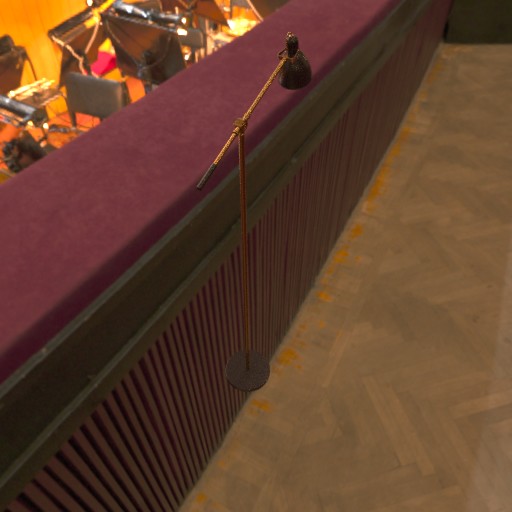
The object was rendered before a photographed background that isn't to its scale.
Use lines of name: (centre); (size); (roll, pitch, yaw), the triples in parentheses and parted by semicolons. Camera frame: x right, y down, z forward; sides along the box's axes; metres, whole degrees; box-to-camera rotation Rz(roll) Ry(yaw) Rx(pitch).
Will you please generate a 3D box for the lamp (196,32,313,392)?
lamp: (0.000, 0.000, 1.824); (0.235, 1.628, 0.618); (24, 51, 22)
